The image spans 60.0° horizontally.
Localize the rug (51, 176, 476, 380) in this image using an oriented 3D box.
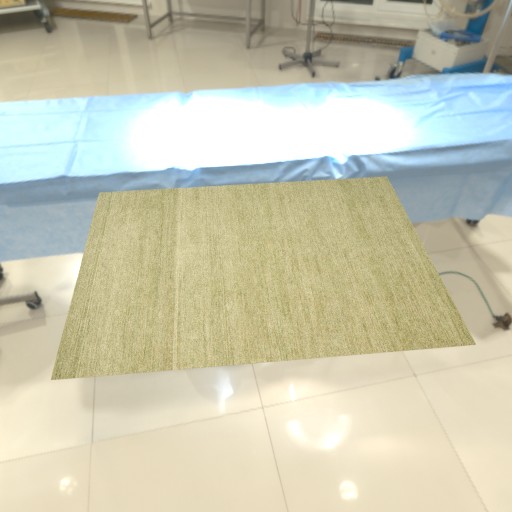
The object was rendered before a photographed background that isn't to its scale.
[{"bbox_3d":[0.000,0.000,2.917,2.270,0.017,1.606,-4,45,-4],"label":"rug"}]
